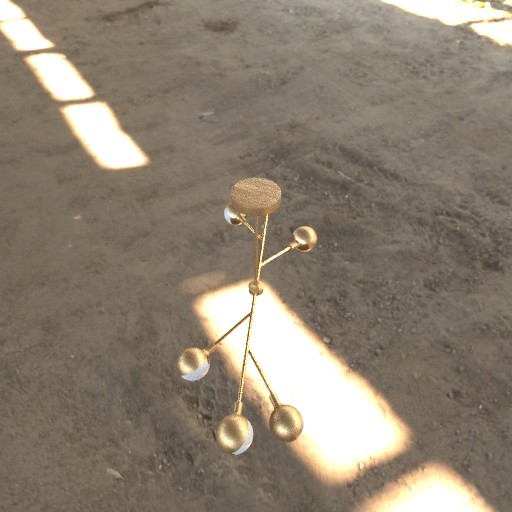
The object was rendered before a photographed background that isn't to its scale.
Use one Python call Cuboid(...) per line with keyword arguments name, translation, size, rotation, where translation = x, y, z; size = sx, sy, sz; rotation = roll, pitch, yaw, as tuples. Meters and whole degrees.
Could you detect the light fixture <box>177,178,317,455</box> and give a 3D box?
Cuboid(name="light fixture", translation=(0.000, 0.000, 1.019), size=(0.434, 0.362, 0.778), rotation=(16, 47, 15))
